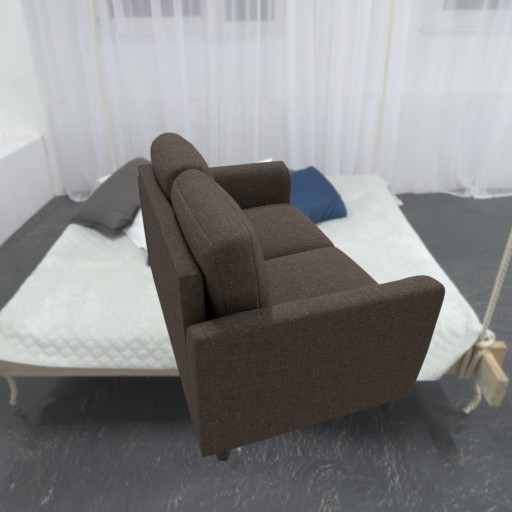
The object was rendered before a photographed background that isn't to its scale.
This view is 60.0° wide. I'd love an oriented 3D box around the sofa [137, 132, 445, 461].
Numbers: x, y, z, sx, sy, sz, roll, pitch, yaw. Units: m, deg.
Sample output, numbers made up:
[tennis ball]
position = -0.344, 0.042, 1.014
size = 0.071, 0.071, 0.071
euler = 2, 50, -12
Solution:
[sofa]
position = 0.000, 0.000, 1.975
size = 0.851, 0.885, 1.423
euler = -10, 31, -17
